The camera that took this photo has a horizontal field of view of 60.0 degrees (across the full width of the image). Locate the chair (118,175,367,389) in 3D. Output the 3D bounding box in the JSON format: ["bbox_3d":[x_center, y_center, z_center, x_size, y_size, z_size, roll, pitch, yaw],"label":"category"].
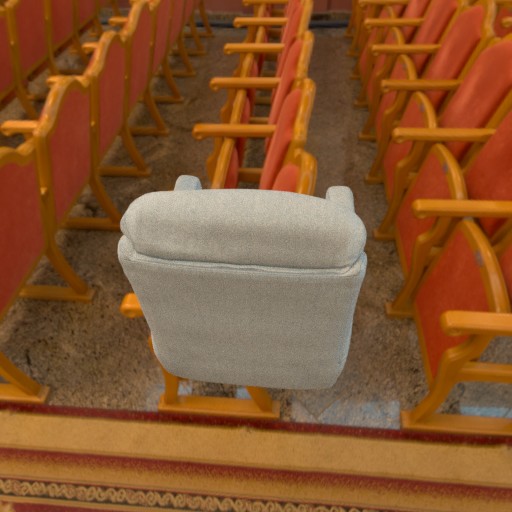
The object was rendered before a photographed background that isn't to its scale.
[{"bbox_3d":[0.000,0.000,1.681,0.794,1.016,0.940,4,44,4],"label":"chair"}]
